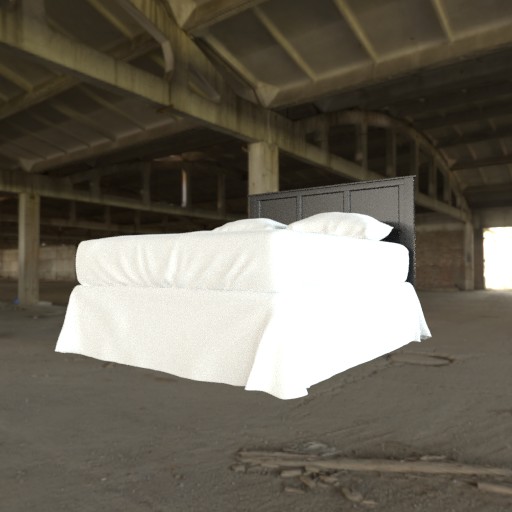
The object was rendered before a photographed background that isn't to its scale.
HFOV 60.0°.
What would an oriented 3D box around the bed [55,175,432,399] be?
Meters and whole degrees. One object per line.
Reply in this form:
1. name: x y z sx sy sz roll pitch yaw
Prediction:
1. bed: 0.000 0.000 3.130 1.870 1.270 2.050 -1 -2 37
